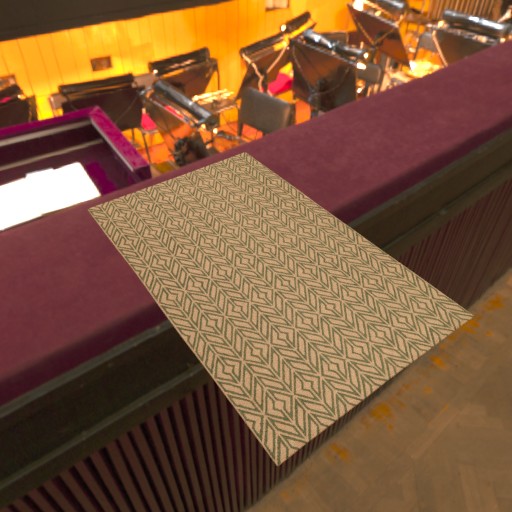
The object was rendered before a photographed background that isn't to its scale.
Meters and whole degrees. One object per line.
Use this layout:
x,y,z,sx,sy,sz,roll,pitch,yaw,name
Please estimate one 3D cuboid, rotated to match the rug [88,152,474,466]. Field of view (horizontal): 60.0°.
0.000,0.000,3.093,1.517,0.011,2.435,-26,49,-26,rug
